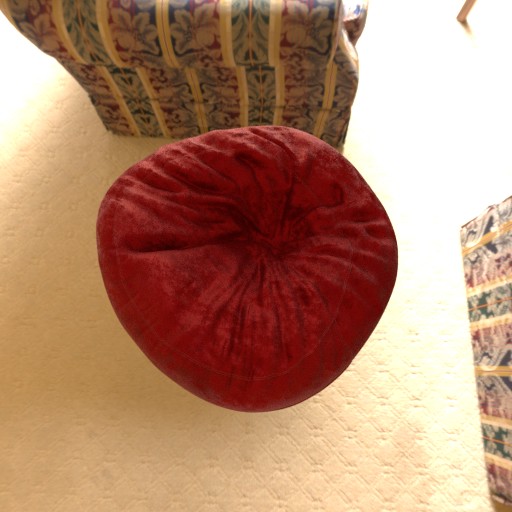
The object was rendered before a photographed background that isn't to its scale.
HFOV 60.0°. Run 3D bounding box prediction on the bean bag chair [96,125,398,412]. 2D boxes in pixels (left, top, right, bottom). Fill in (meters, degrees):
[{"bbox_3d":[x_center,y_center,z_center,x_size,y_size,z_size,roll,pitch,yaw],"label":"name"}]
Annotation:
[{"bbox_3d":[0.000,0.000,2.430,1.524,0.878,1.524,-35,78,-8],"label":"bean bag chair"}]
